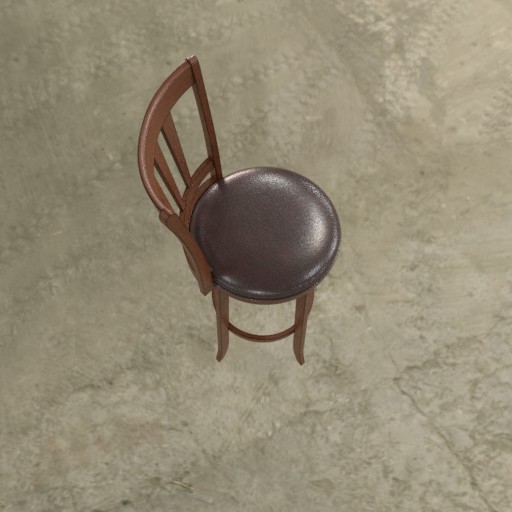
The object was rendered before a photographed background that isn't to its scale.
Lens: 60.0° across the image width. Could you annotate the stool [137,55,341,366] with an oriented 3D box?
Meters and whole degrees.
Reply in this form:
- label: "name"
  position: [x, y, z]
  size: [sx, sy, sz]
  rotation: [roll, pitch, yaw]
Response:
- label: "stool"
  position: [0.000, 0.000, 1.461]
  size: [0.503, 1.177, 0.464]
  rotation: [2, 63, 1]
